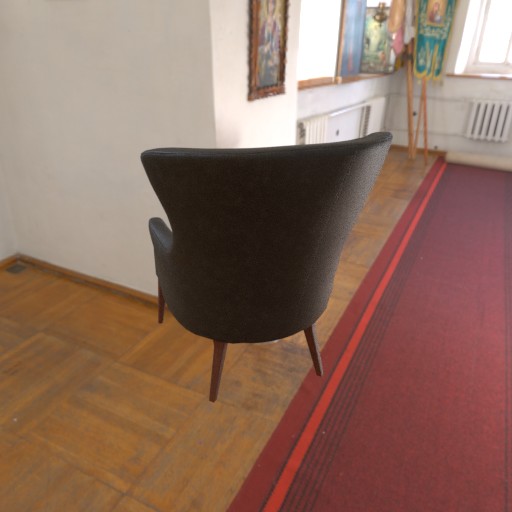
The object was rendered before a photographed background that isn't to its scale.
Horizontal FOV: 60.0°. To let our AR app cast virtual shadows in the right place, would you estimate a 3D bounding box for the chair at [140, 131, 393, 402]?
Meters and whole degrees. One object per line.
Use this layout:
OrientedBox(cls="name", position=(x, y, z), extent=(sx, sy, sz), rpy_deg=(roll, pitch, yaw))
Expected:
OrientedBox(cls="chair", position=(0.000, 0.000, 1.750), extent=(0.819, 1.068, 0.954), rpy_deg=(-9, 28, -16))
